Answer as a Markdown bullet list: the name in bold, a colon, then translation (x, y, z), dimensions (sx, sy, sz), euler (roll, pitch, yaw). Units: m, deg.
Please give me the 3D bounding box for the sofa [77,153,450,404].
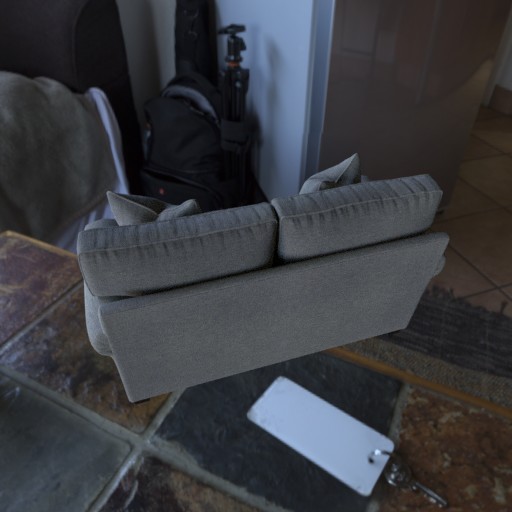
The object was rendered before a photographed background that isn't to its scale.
- **sofa**: translation (0.000, 0.000, 2.338), dimensions (1.701, 0.966, 0.966), euler (-12, 41, -14)
